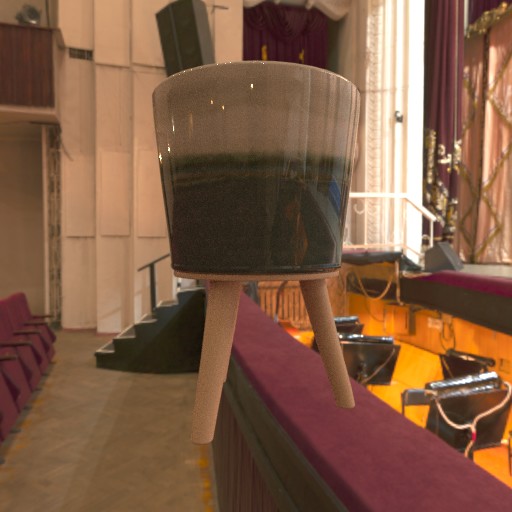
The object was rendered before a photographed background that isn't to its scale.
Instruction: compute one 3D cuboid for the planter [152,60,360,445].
[{"bbox_3d":[0.000,0.000,0.477,0.217,0.331,0.217,0,2,-17],"label":"planter"}]
